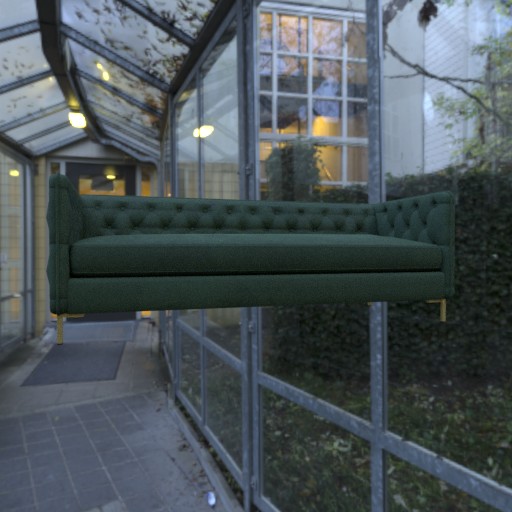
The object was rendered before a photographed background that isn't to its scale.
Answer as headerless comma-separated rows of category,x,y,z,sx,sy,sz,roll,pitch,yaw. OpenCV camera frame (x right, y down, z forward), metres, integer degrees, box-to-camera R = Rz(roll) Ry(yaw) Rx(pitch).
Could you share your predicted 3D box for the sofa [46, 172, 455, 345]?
sofa,0.000,0.000,2.667,2.209,0.771,0.895,0,1,-17
